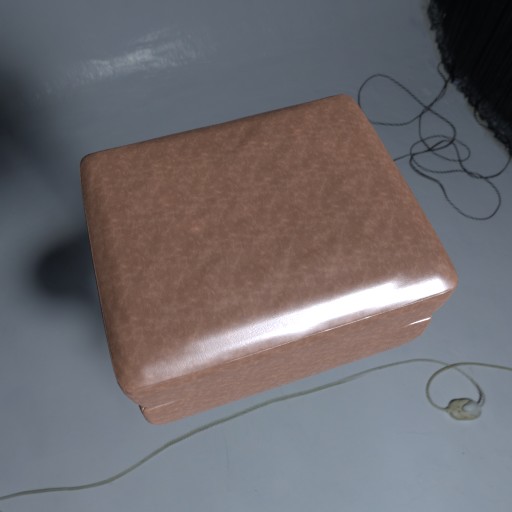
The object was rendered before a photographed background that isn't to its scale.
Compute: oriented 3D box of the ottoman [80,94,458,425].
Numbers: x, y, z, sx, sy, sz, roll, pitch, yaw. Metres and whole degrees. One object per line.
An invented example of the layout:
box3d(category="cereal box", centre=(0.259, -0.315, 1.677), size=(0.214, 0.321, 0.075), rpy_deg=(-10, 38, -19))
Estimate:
box3d(category="ottoman", centre=(0.000, 0.000, 1.139), size=(0.751, 0.476, 0.603), rpy_deg=(-16, 63, -8))
